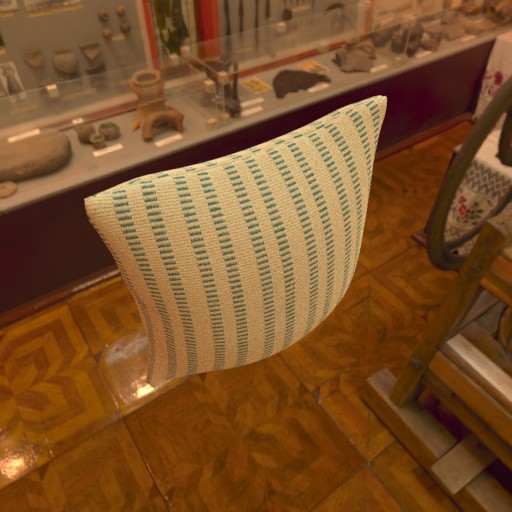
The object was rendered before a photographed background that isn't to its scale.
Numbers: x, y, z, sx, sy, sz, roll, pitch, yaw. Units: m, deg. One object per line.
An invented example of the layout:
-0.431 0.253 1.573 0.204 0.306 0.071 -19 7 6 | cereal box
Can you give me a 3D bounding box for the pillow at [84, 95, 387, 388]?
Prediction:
0.000 0.000 0.695 0.438 0.419 0.247 -25 52 -22 | pillow
